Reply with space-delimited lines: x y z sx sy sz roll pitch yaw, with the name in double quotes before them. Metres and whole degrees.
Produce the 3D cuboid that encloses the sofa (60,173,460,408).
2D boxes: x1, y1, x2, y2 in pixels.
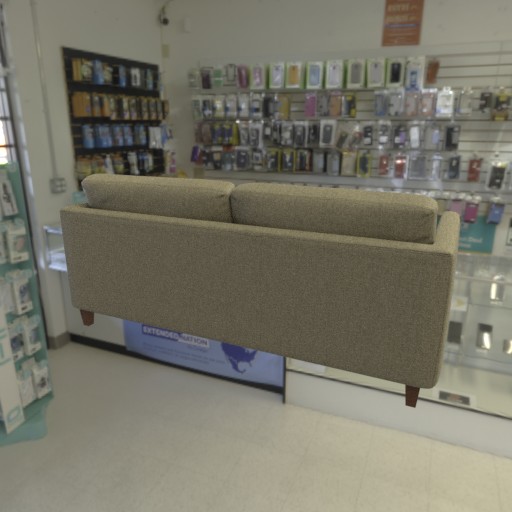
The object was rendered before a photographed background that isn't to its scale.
"sofa" 0.000 0.000 2.690 2.208 0.960 0.956 8 19 24
